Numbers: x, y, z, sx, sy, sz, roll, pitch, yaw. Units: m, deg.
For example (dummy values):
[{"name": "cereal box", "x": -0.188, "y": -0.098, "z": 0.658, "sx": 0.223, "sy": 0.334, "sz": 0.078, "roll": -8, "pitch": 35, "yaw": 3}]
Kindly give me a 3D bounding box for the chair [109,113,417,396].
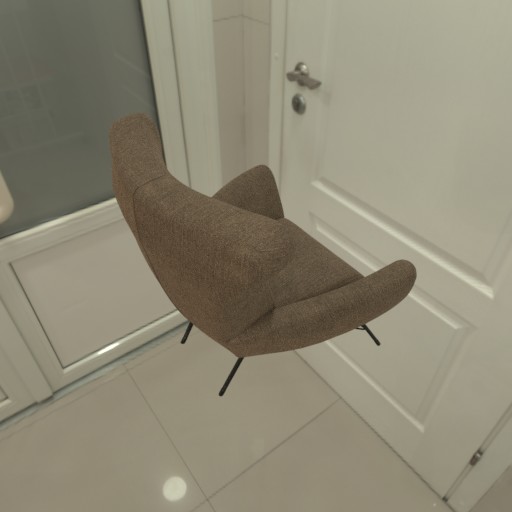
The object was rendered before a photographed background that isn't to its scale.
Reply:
[{"name": "chair", "x": 0.000, "y": 0.000, "z": 1.792, "sx": 0.900, "sy": 1.040, "sz": 0.980, "roll": -27, "pitch": 48, "yaw": -27}]
